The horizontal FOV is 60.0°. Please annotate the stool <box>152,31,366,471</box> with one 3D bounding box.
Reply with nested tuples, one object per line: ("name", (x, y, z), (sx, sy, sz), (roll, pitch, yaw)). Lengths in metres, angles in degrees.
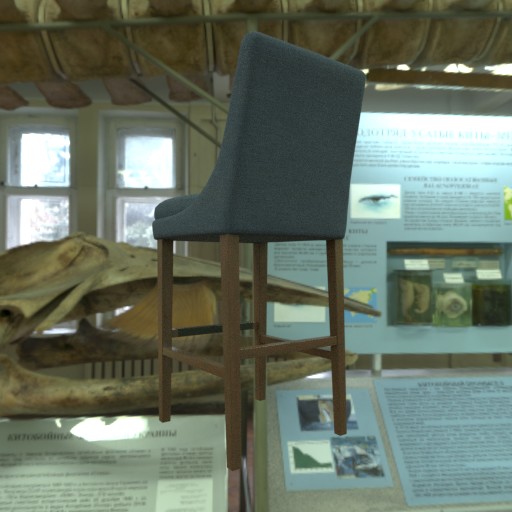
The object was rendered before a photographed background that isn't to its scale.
("stool", (0.000, 0.000, 1.378), (0.470, 1.078, 0.577), (1, -1, -36))
